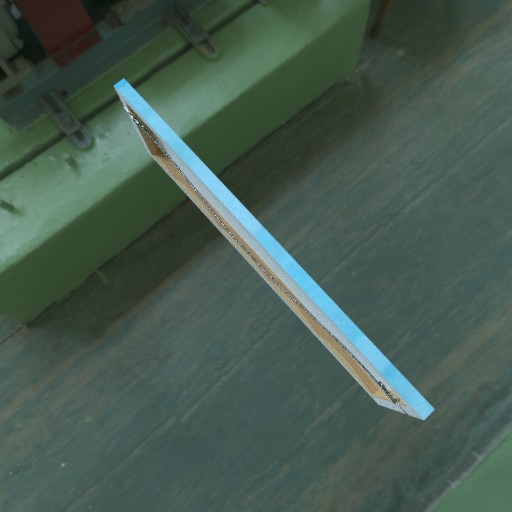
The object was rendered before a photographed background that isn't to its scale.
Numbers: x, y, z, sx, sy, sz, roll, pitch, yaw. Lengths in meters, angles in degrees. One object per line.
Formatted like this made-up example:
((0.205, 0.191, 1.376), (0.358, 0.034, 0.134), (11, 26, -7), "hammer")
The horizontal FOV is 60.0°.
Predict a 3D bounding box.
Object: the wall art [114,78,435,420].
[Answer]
((0.000, 0.000, 0.847), (0.044, 0.254, 0.759), (-41, 80, -9), "wall art")
